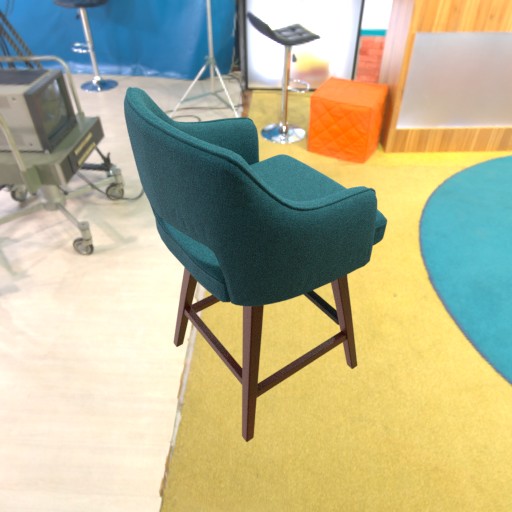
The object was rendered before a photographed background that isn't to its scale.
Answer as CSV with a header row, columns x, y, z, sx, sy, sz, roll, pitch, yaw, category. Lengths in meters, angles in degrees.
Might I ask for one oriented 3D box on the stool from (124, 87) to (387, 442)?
x,y,z,sx,sy,sz,roll,pitch,yaw,category
0.000,0.000,1.279,0.556,0.961,0.548,-25,46,-27,stool
